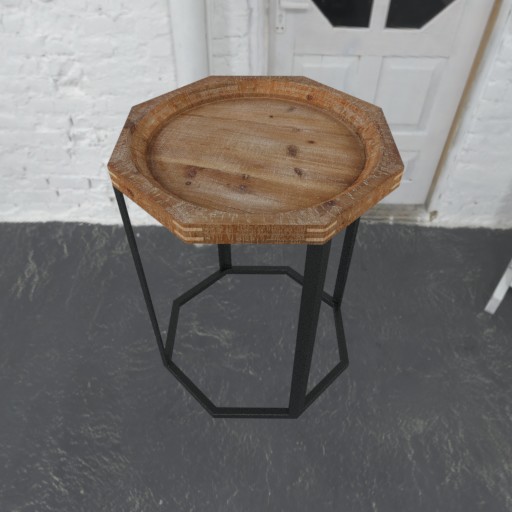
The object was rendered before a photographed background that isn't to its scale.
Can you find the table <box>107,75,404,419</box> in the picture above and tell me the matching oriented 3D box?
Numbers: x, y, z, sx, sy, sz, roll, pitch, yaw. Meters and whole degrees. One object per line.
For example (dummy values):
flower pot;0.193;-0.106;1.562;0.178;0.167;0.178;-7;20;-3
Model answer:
table;0.000;0.000;0.884;0.458;0.543;0.458;-16;48;-15
